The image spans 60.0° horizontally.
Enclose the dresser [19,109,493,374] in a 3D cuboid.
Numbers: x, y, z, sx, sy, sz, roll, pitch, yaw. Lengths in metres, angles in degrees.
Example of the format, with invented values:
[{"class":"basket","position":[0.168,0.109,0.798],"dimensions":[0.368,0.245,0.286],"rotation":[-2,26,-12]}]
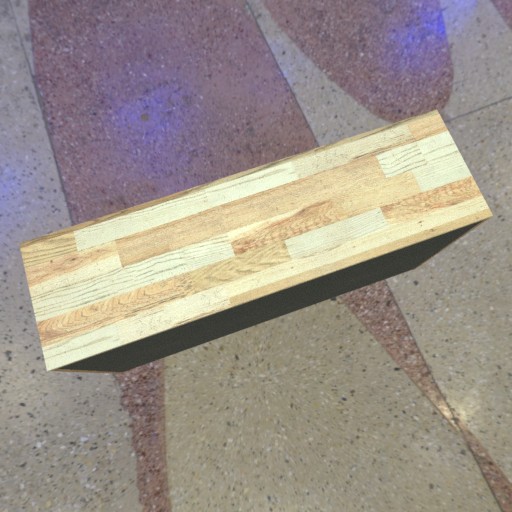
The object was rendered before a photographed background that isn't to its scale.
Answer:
[{"class":"dresser","position":[0.000,0.000,1.908],"dimensions":[1.547,0.834,0.487],"rotation":[-19,75,-5]}]
